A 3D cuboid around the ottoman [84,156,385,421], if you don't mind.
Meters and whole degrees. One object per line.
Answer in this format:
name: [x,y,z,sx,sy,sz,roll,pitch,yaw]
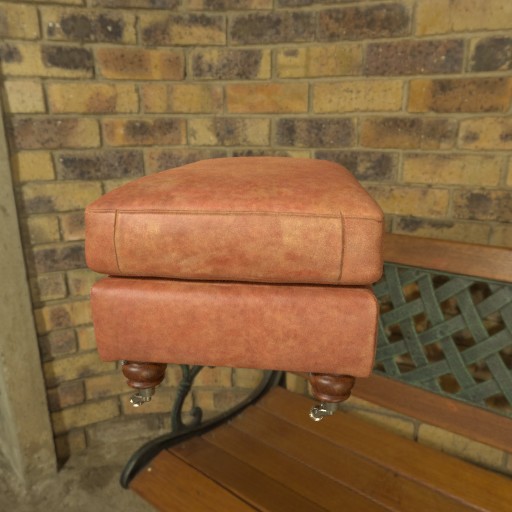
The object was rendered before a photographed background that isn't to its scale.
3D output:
ottoman: [0.000,0.000,1.198,0.565,0.507,0.852,2,16,7]
